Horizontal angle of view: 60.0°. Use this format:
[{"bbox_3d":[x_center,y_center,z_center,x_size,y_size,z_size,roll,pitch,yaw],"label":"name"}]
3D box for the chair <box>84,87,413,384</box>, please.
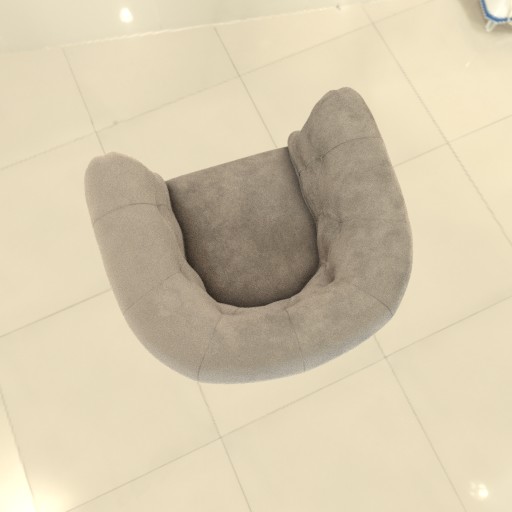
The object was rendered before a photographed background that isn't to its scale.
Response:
[{"bbox_3d":[0.000,0.000,1.598,0.904,0.826,0.851,-17,76,-4],"label":"chair"}]
